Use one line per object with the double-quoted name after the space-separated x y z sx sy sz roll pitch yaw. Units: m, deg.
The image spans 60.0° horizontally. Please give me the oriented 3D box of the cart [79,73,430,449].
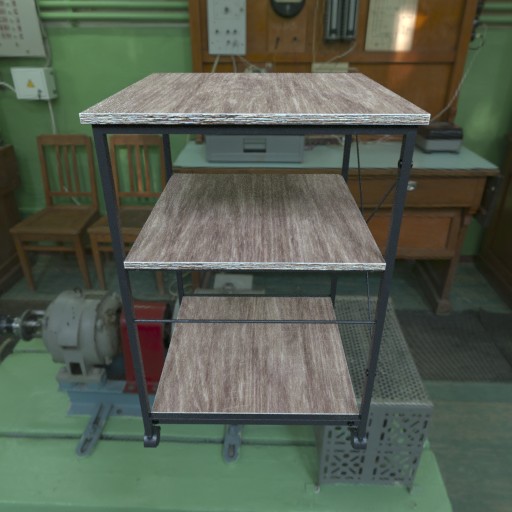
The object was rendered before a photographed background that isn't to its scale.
0.000 0.000 1.065 0.520 0.762 0.521 0 29 1 "cart"
